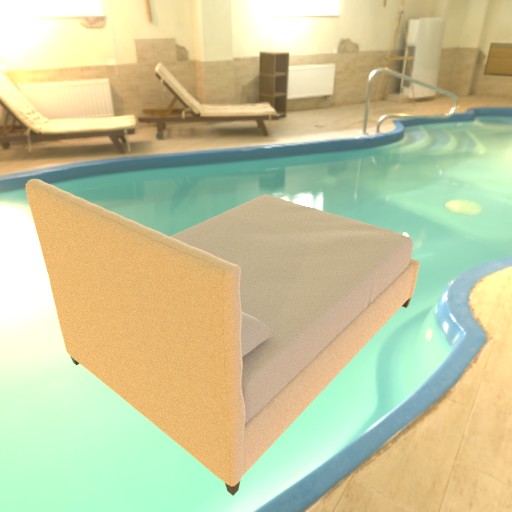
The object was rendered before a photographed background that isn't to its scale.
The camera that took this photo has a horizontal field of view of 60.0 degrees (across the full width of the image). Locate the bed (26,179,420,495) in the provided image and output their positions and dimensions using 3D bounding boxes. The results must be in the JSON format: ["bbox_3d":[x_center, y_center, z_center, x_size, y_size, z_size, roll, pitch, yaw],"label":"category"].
[{"bbox_3d":[0.000,0.000,3.313,1.698,1.427,2.387,22,36,34],"label":"bed"}]
